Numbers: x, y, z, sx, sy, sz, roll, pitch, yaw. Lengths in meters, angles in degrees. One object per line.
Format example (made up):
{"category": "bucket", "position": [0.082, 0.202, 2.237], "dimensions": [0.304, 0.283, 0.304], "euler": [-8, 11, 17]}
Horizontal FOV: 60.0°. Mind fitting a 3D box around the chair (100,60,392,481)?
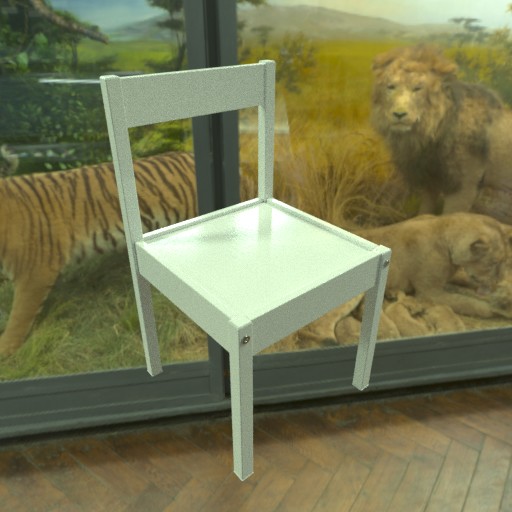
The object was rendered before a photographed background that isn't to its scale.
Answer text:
{"category": "chair", "position": [0.000, 0.000, 0.672], "dimensions": [0.285, 0.505, 0.285], "euler": [-22, 37, -34]}
